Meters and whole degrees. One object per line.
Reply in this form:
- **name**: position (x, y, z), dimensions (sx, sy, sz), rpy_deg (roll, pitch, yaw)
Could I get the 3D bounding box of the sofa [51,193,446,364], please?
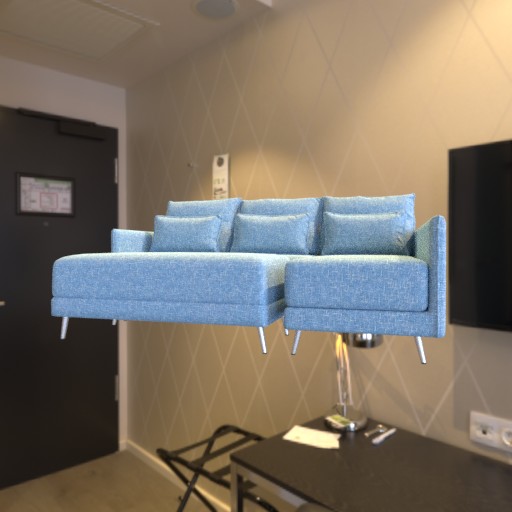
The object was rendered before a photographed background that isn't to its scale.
- **sofa**: position (0.000, 0.000, 2.754), dimensions (2.034, 0.899, 1.420), rpy_deg (0, 1, 17)
